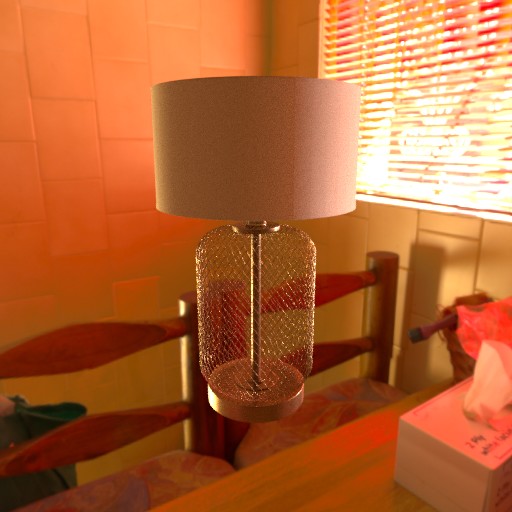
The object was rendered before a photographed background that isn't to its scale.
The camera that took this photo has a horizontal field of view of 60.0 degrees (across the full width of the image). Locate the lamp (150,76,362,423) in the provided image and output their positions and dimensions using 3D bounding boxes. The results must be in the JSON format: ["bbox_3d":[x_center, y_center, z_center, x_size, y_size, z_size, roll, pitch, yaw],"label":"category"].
[{"bbox_3d":[0.000,0.000,0.825,0.353,0.578,0.353,0,14,0],"label":"lamp"}]
